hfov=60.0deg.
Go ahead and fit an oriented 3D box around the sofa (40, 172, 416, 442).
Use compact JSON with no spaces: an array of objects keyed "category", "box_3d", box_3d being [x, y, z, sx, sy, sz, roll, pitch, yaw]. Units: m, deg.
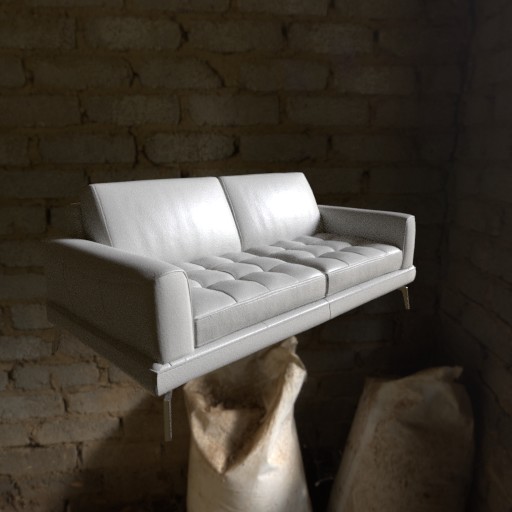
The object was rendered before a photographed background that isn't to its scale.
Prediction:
[{"category":"sofa","box_3d":[0.000,0.000,2.700,1.121,0.930,2.177,13,19,43]}]
